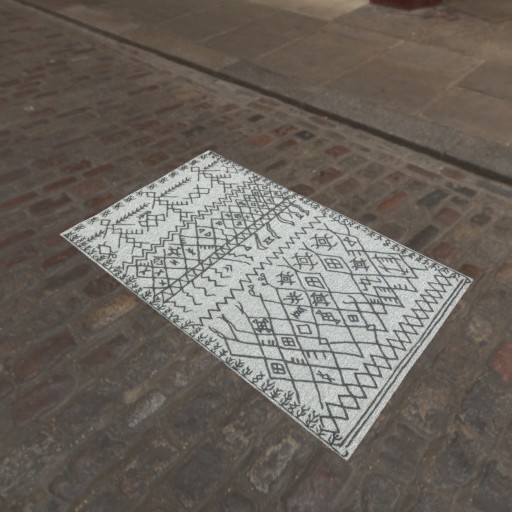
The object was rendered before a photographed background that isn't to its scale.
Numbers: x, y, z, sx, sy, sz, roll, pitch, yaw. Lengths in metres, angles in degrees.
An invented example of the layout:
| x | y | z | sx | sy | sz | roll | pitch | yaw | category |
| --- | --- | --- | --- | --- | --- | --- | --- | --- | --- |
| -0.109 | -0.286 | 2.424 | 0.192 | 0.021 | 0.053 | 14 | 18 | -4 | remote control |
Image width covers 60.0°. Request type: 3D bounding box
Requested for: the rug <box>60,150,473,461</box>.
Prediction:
| x | y | z | sx | sy | sz | roll | pitch | yaw | category |
| --- | --- | --- | --- | --- | --- | --- | --- | --- | --- |
| 0.000 | 0.000 | 4.790 | 3.824 | 0.019 | 2.393 | 31 | 52 | 28 | rug |
